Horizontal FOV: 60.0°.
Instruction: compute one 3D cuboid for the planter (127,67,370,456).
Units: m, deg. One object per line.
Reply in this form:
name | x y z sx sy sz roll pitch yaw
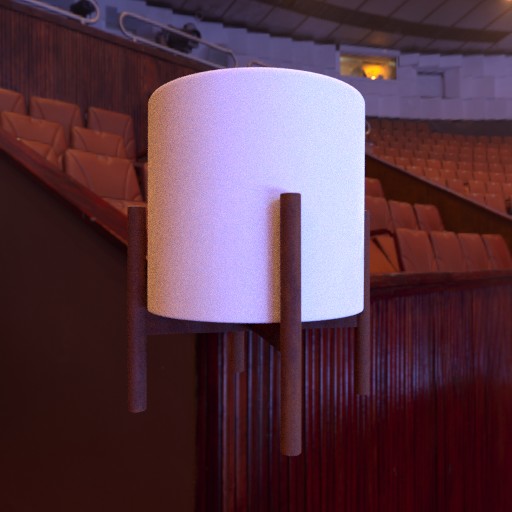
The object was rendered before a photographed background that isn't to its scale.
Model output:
planter | 0.000 0.000 0.885 0.420 0.581 0.421 0 1 35
